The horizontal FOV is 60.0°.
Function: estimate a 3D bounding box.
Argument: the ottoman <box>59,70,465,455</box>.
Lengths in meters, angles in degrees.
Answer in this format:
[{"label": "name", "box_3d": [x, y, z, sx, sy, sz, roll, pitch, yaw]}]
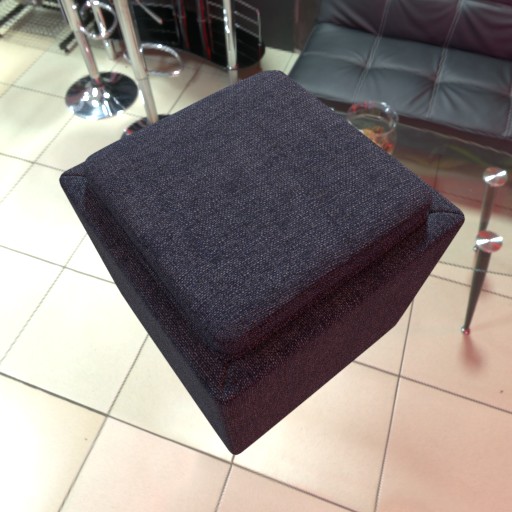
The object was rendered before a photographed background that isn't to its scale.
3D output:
[{"label": "ottoman", "box_3d": [0.000, 0.000, 0.812, 0.450, 0.460, 0.450, -33, 63, -19]}]
